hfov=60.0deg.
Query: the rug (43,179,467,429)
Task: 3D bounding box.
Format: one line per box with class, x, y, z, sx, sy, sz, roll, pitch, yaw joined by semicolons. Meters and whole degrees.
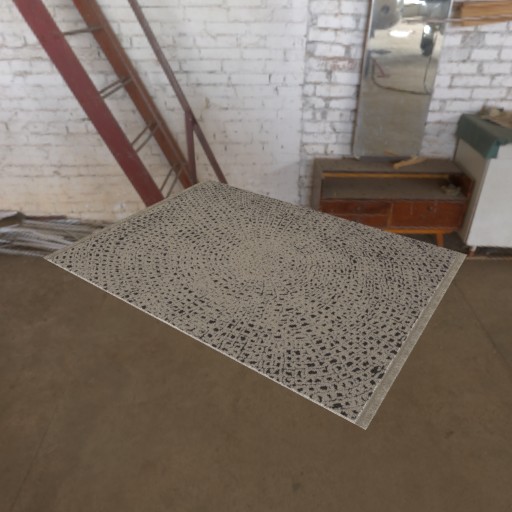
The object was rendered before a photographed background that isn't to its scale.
rug;0.000;0.000;2.112;1.634;0.003;1.190;21;38;29
